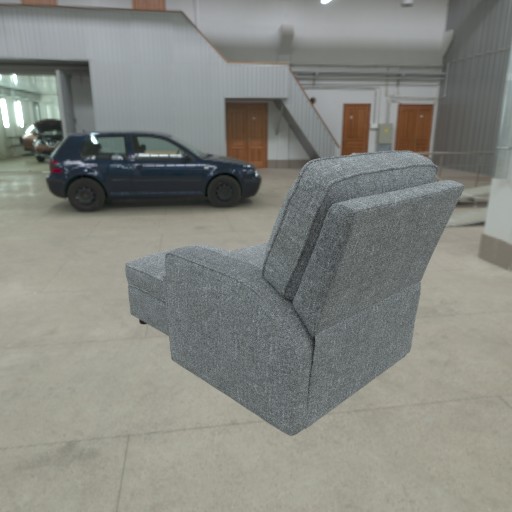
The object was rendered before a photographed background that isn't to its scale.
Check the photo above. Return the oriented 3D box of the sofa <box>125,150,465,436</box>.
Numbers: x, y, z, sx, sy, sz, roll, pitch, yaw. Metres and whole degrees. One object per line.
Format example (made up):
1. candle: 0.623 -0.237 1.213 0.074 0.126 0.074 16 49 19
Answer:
1. sofa: 0.000 0.000 2.008 0.861 0.959 1.472 -16 23 -42
